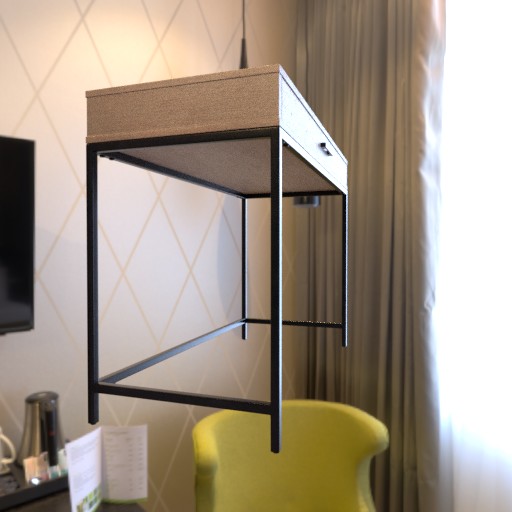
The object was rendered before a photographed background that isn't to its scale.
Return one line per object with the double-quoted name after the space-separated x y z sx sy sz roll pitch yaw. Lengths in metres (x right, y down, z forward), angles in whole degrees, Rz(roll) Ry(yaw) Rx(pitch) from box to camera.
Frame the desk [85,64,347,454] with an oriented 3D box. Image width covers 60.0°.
0.000 0.000 1.415 0.470 0.762 1.016 0 1 19 "desk"
